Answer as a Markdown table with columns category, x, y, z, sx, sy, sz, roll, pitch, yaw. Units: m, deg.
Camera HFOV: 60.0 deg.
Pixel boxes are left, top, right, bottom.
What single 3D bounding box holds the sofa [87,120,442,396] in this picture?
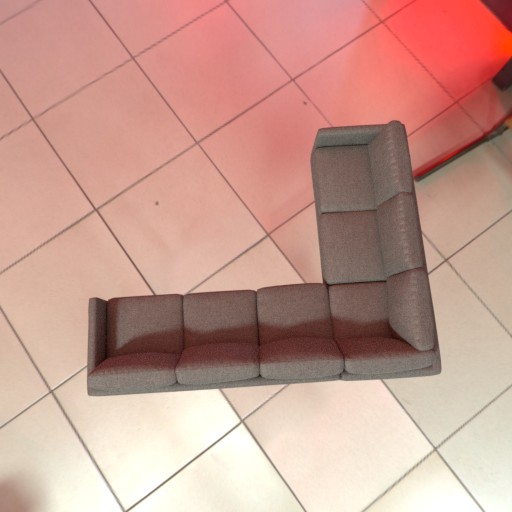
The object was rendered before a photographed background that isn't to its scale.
| category | x | y | z | sx | sy | sz | roll | pitch | yaw |
| --- | --- | --- | --- | --- | --- | --- | --- | --- | --- |
| sofa | 0.000 | 0.000 | 4.562 | 3.302 | 0.947 | 2.593 | -4 | 77 | -1 |
